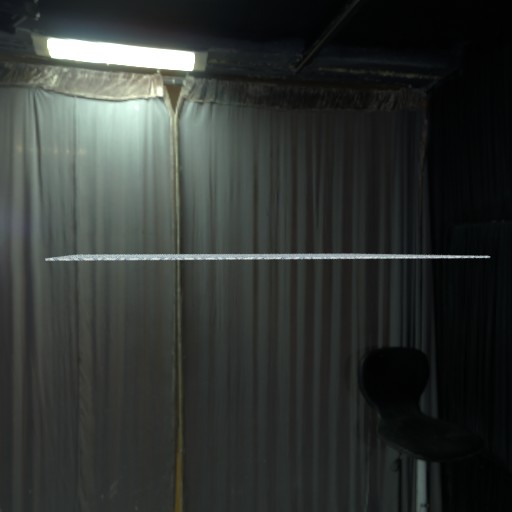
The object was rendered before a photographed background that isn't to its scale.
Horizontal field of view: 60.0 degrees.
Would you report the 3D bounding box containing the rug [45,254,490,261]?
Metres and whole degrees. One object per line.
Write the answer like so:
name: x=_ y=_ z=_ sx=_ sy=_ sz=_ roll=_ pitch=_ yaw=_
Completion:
rug: x=0.000 y=0.000 z=2.302 sx=1.824 sy=0.008 sz=1.220 roll=0 pitch=1 yaw=-17
